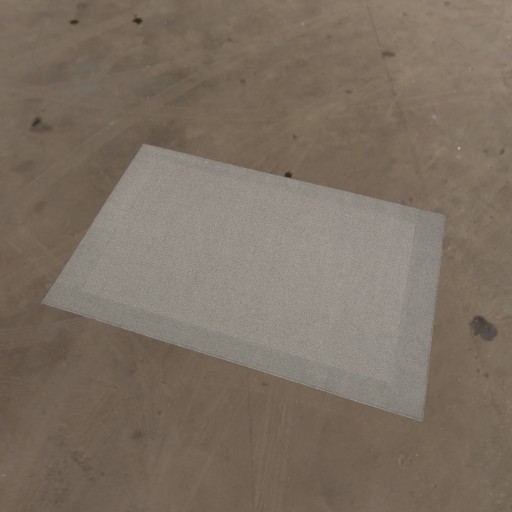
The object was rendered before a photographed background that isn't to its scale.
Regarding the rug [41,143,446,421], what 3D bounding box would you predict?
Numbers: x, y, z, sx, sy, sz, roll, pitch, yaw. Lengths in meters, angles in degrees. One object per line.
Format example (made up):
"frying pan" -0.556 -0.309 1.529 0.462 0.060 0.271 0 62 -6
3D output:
"rug" 0.000 0.000 3.061 2.438 0.014 1.524 15 59 9
